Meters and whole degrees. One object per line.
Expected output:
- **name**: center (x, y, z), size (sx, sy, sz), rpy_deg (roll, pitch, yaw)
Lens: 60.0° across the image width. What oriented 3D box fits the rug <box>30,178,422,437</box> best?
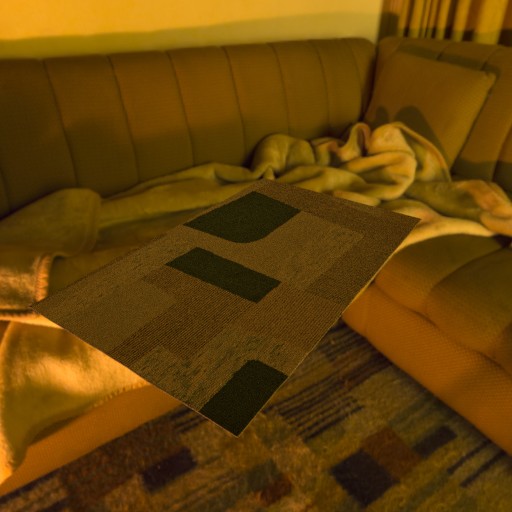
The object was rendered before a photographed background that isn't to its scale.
- **rug**: center (0.000, 0.000, 3.051), size (1.521, 0.015, 2.436), rpy_deg (20, 37, 29)
